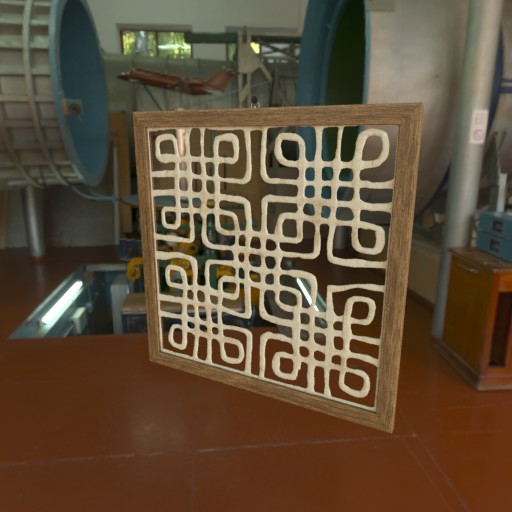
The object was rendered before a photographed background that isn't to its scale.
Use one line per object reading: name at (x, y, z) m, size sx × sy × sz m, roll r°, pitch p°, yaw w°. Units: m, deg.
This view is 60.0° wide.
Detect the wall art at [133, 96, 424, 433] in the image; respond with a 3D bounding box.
wall art at (0.000, 0.000, 0.852) m, size 0.561 × 0.582 × 0.021 m, roll 8°, pitch 17°, yaw 27°
